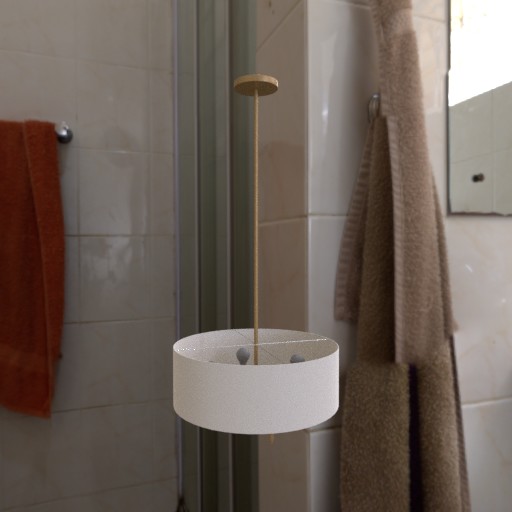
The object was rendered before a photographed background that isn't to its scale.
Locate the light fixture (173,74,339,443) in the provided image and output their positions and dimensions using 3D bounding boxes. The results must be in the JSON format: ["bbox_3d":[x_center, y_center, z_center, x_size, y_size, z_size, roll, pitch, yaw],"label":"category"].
[{"bbox_3d":[0.000,0.000,1.377,0.508,1.067,0.508,0,1,0],"label":"light fixture"}]
